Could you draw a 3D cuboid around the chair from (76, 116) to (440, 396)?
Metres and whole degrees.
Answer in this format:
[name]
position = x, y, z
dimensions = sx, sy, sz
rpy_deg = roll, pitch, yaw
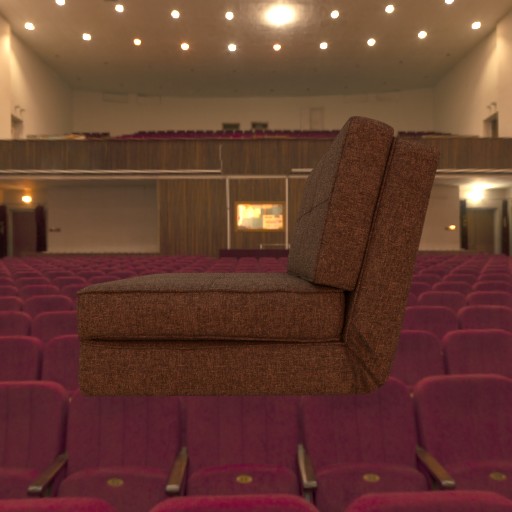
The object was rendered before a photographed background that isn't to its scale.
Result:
[chair]
position = 0.000, 0.000, 1.306
dimensions = 0.800, 0.615, 0.740
rpy_deg = 0, 0, -1
